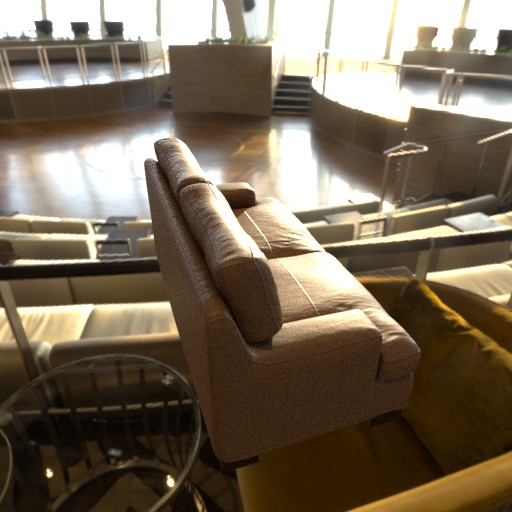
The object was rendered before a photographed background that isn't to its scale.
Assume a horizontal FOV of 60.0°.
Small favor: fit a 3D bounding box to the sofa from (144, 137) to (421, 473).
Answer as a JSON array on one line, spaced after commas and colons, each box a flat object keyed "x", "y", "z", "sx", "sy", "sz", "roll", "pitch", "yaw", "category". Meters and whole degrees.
[{"x": 0.000, "y": 0.000, "z": 2.486, "sx": 0.962, "sy": 0.980, "sz": 1.855, "roll": -10, "pitch": 32, "yaw": -16, "category": "sofa"}]
